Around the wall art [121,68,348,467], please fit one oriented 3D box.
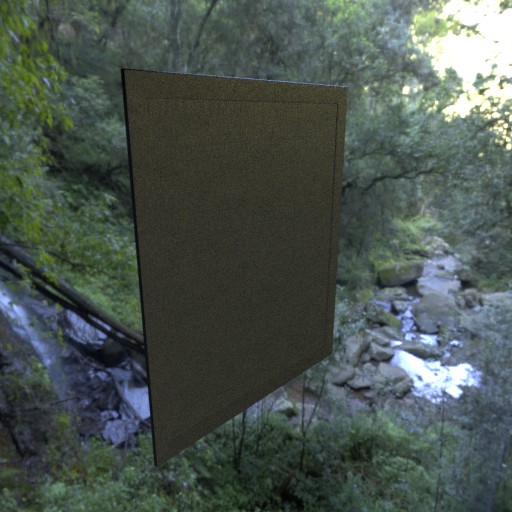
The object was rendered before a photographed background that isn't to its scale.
[{"bbox_3d":[0.000,0.000,0.619,0.023,0.457,0.381,16,24,41],"label":"wall art"}]
